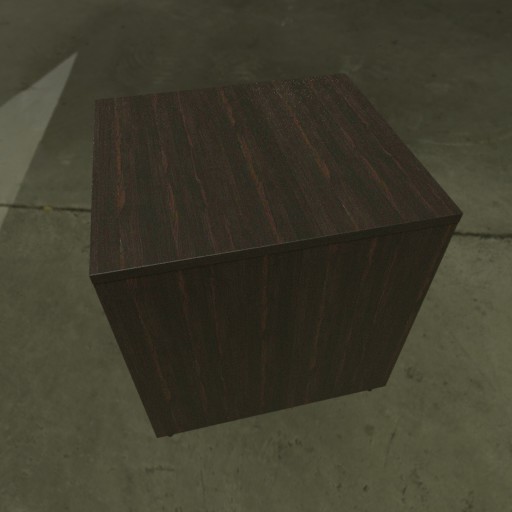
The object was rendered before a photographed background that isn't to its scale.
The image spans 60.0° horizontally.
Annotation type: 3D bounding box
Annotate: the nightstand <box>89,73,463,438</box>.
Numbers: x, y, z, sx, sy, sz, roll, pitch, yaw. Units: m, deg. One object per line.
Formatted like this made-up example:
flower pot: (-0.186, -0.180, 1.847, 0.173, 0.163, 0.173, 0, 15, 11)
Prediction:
nightstand: (0.000, 0.000, 0.811, 0.461, 0.460, 0.400, -10, 47, -9)
